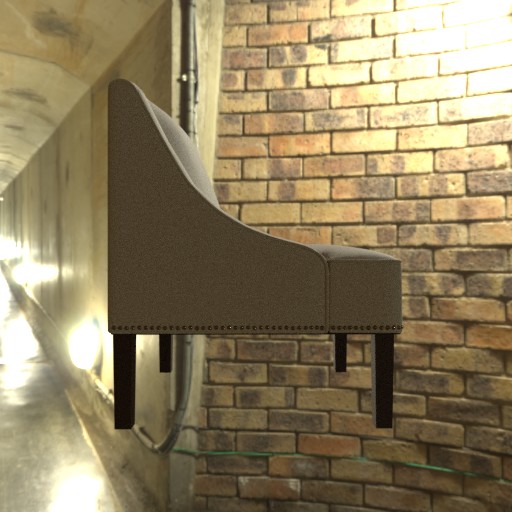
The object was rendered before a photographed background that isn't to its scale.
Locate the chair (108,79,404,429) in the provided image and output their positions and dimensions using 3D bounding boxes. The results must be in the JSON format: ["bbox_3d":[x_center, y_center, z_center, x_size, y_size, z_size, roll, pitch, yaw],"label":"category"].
[{"bbox_3d":[0.000,0.000,1.377,0.737,0.864,0.610,0,0,-1],"label":"chair"}]
